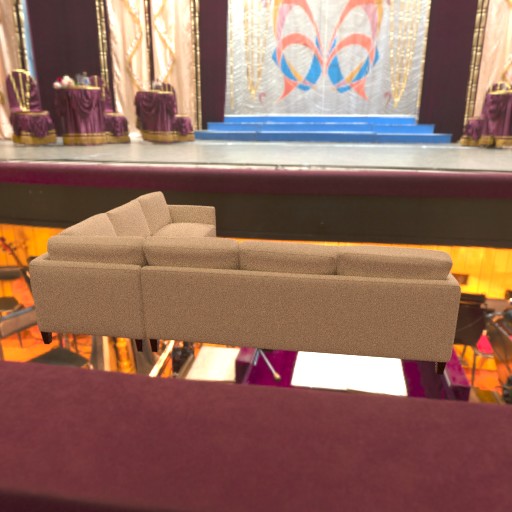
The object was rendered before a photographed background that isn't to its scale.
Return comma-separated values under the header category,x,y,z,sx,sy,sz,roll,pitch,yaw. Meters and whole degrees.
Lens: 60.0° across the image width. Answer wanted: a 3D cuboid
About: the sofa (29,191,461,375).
category,x,y,z,sx,sy,sz,roll,pitch,yaw
sofa,0.000,0.000,4.530,3.302,0.947,2.593,3,17,8
